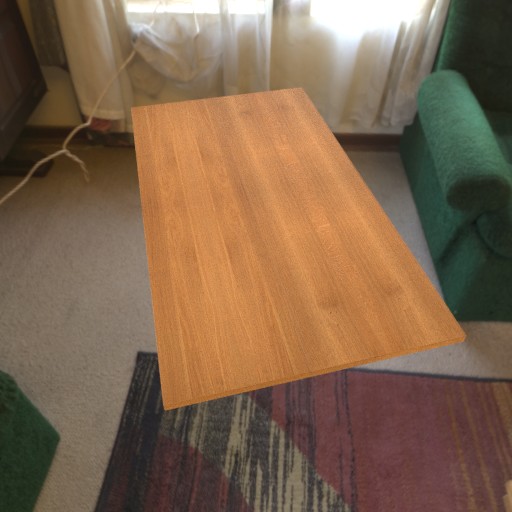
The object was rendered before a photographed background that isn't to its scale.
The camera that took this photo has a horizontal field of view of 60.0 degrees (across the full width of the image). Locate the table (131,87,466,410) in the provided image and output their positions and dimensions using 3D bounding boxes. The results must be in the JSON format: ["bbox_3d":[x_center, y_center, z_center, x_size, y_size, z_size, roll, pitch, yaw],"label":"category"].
[{"bbox_3d":[0.000,0.000,2.050,0.900,0.750,1.600,-10,48,-9],"label":"table"}]
